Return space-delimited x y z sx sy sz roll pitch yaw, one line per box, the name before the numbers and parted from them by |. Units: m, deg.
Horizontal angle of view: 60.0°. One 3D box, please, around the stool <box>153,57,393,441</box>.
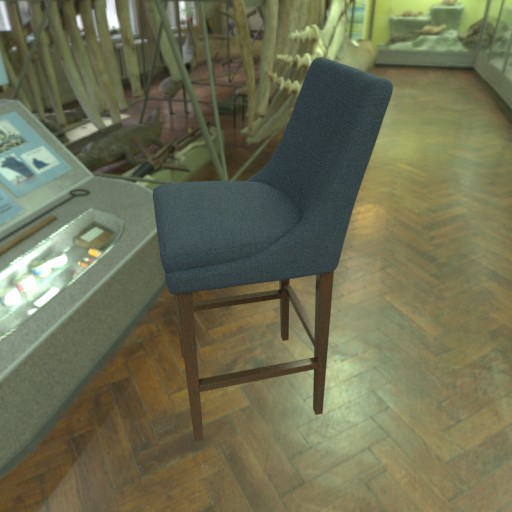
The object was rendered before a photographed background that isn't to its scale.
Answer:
stool | 0.000 0.000 1.377 0.577 1.078 0.470 -7 32 -12
